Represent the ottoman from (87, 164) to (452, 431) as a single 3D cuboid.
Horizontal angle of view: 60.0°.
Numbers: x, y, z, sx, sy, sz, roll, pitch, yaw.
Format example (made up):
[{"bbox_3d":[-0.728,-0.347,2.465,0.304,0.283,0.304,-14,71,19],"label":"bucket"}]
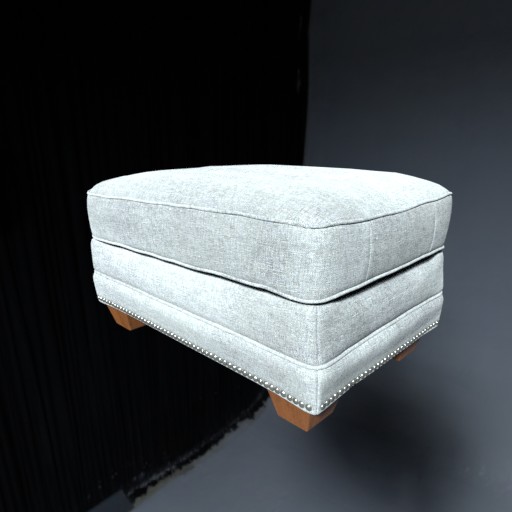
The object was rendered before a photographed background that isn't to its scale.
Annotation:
[{"bbox_3d":[0.000,0.000,1.162,0.813,0.457,0.561,15,22,42],"label":"ottoman"}]
